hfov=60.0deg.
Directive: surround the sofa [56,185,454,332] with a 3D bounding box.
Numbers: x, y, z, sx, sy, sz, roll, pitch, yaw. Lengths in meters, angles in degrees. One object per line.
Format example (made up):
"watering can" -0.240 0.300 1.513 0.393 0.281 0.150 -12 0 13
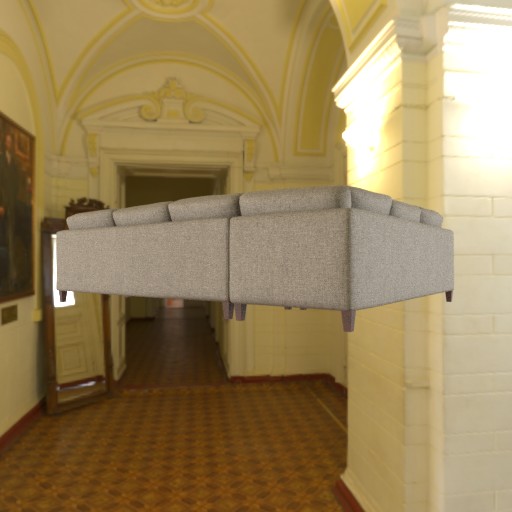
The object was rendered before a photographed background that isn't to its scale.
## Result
"sofa" 0.000 0.000 4.577 3.302 0.947 2.593 -1 -1 37
